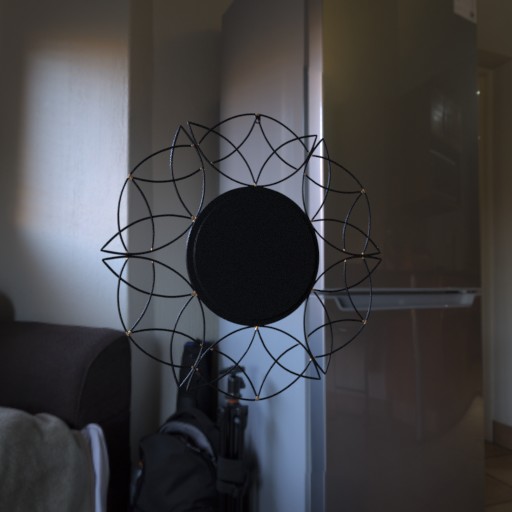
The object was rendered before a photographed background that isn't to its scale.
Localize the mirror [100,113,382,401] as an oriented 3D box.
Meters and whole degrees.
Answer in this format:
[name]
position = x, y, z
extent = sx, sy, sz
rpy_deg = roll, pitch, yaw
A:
[mirror]
position = 0.000, 0.000, 1.201
extent = 0.797, 0.775, 0.028
rpy_deg = 1, -2, -18
